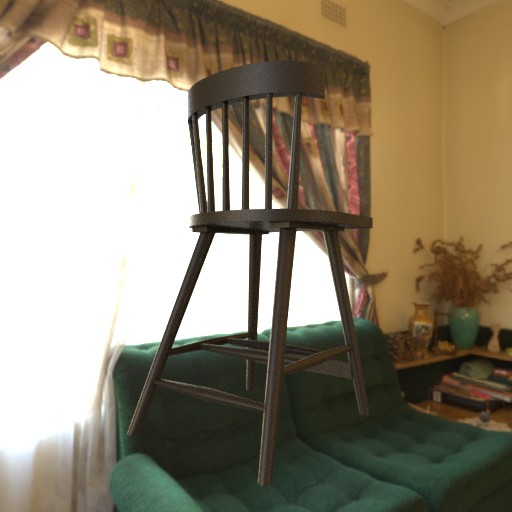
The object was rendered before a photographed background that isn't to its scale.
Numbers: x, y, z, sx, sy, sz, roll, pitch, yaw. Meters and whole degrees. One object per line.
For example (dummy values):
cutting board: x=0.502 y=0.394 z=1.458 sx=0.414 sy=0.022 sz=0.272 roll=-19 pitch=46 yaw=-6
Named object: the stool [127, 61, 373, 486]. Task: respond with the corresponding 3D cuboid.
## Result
stool: x=0.000 y=0.000 z=1.266 sx=0.494 sy=0.953 sz=0.549 roll=0 pitch=-1 yaw=37
